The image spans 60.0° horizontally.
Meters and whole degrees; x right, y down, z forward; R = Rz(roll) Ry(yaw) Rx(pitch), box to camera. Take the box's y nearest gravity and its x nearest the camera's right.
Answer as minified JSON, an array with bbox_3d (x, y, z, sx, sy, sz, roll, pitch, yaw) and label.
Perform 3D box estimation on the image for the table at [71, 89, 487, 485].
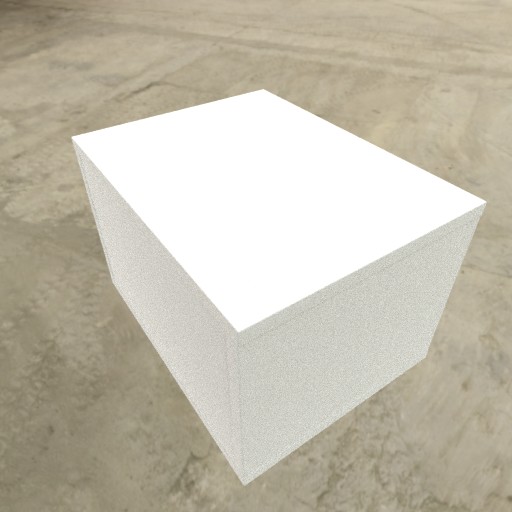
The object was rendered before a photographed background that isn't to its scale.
[{"bbox_3d":[0.000,0.000,0.785,0.399,0.357,0.517,-24,46,-26],"label":"table"}]
